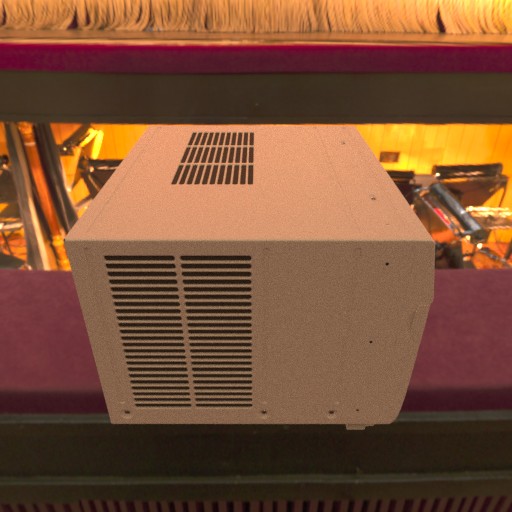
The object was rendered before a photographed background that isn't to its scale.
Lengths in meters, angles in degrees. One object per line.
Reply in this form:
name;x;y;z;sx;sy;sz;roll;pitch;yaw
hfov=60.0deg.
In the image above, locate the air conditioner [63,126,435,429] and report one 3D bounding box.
air conditioner;0.000;0.000;1.074;0.599;0.455;0.645;0;32;0
